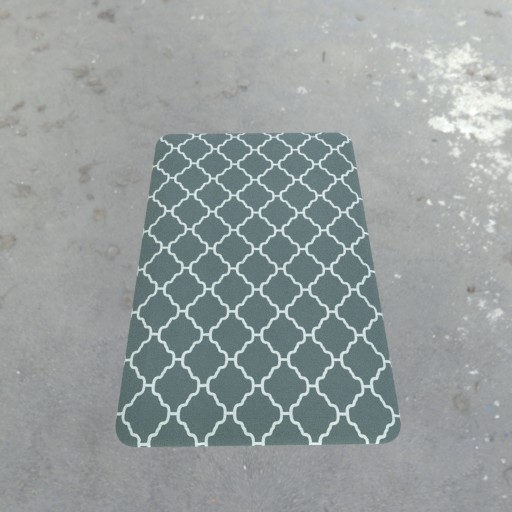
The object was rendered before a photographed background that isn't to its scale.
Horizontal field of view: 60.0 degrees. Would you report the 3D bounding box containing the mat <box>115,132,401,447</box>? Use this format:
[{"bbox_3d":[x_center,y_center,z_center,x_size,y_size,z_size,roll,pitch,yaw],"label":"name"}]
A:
[{"bbox_3d":[0.000,0.000,0.961,0.508,0.021,0.762,-1,59,0],"label":"mat"}]
